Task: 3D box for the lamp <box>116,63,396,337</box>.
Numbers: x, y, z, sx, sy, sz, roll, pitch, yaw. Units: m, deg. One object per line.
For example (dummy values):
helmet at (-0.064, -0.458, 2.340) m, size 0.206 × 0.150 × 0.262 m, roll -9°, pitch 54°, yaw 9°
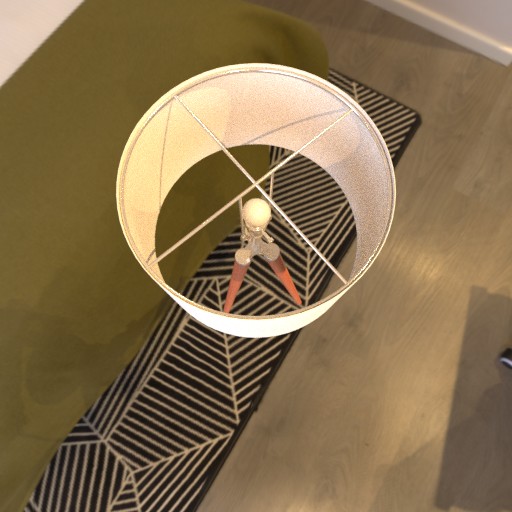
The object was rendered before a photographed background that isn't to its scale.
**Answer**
lamp at (0.000, 0.000, 0.905) m, size 0.355 × 0.709 × 0.354 m, roll 0°, pitch 74°, yaw 0°
